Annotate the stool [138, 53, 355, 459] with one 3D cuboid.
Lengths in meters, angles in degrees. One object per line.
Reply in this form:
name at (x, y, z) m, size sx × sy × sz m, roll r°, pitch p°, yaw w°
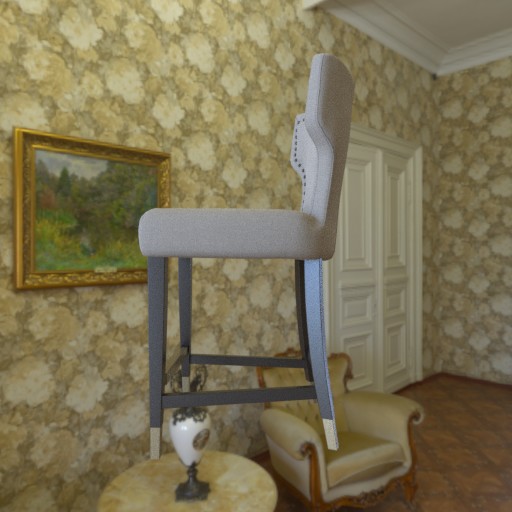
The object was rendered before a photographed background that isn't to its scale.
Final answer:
stool at (0.000, 0.000, 1.306) m, size 0.563 × 0.982 × 0.527 m, roll 0°, pitch 0°, yaw 0°
